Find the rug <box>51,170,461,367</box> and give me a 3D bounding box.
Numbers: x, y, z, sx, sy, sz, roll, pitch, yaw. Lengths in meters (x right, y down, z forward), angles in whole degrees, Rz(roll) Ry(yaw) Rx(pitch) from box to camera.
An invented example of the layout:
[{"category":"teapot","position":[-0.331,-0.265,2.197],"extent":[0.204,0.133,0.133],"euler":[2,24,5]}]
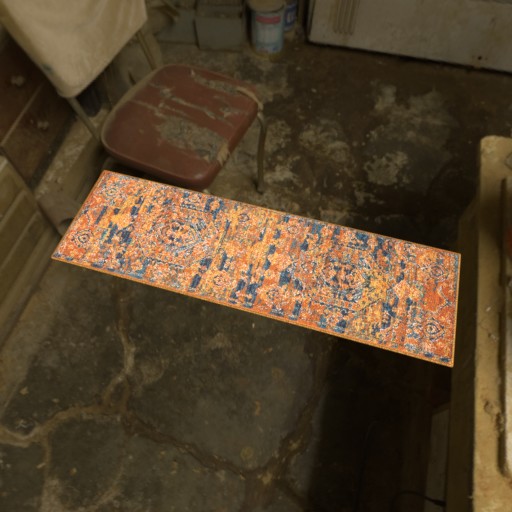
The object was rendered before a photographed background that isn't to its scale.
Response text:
[{"category":"rug","position":[0.000,0.000,2.052],"extent":[1.820,0.013,0.556],"euler":[14,61,8]}]
